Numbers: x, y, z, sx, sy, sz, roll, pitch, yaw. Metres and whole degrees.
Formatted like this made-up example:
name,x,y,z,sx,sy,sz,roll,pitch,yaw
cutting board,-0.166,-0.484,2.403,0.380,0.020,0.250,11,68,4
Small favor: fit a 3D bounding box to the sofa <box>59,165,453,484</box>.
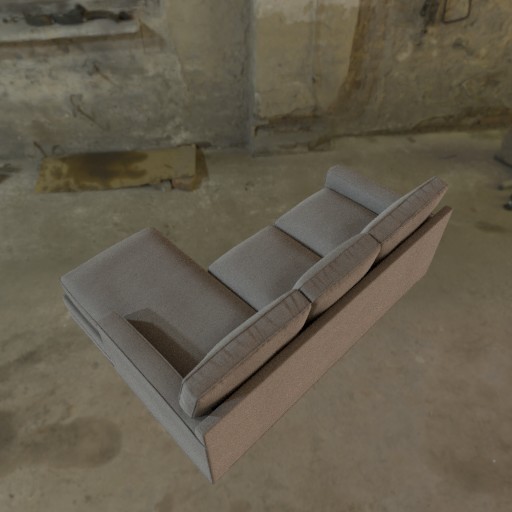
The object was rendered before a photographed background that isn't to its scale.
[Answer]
name,x,y,z,sx,sy,sz,roll,pitch,yaw
sofa,0.000,0.000,2.867,2.087,0.861,1.496,-35,56,-29
